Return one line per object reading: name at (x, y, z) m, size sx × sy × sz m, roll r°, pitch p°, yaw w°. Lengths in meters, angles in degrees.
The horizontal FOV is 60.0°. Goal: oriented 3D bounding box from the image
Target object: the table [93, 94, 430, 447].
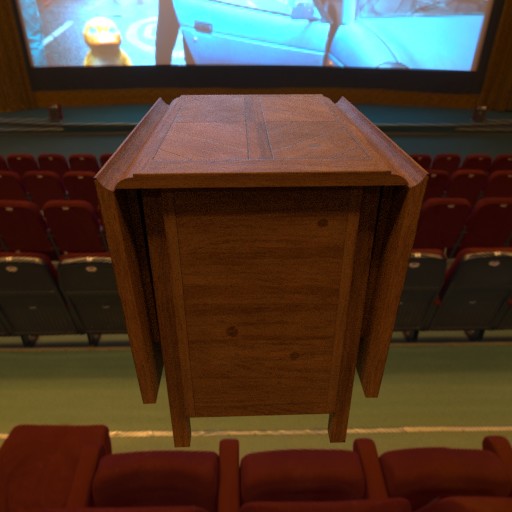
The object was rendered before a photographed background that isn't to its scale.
table at (0.000, 0.000, 1.285) m, size 0.591 × 0.763 × 0.746 m, roll -1°, pitch 30°, yaw -2°
